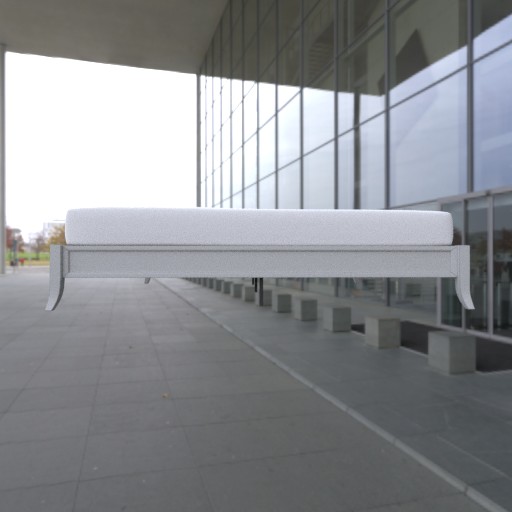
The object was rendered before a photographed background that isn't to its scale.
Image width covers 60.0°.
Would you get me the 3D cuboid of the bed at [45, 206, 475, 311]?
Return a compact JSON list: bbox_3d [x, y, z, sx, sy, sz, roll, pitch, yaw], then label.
[{"bbox_3d":[0.000,0.000,3.119,2.007,0.510,2.108,0,0,-2],"label":"bed"}]
